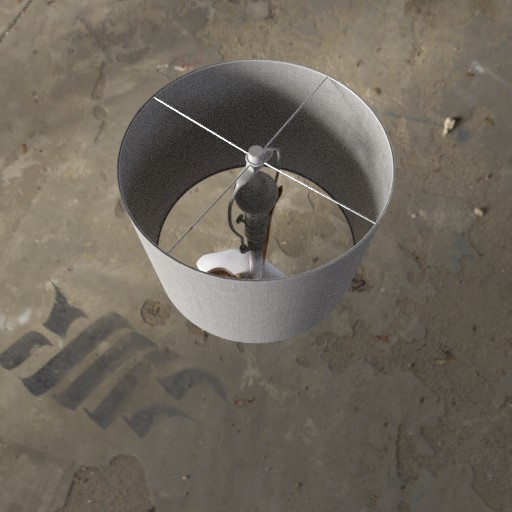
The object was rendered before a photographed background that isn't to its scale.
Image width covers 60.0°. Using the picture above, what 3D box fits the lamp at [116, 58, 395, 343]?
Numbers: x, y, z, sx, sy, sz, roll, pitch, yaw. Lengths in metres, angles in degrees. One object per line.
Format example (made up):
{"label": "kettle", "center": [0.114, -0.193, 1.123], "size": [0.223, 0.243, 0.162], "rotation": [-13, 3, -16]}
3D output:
{"label": "lamp", "center": [0.000, 0.000, 0.698], "size": [0.298, 0.503, 0.298], "rotation": [33, 68, 15]}
